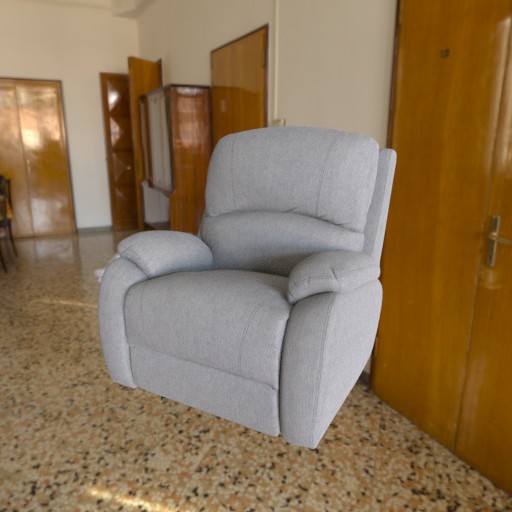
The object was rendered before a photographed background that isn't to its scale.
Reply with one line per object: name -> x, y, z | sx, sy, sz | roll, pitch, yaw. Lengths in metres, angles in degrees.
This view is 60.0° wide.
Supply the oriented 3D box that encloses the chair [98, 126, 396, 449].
chair -> 0.000, 0.000, 1.769 | 0.930, 1.011, 0.899 | 8, 17, 27
